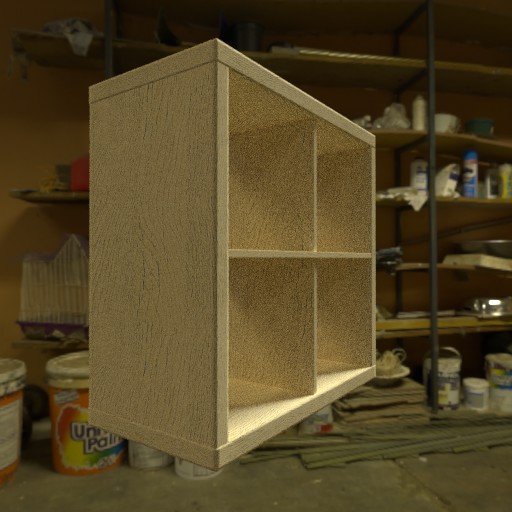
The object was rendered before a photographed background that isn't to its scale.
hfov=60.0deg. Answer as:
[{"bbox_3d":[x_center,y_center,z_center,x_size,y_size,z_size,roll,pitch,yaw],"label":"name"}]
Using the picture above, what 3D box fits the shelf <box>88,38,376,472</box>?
[{"bbox_3d":[0.000,0.000,1.237,0.390,0.786,0.790,0,-1,36],"label":"shelf"}]
